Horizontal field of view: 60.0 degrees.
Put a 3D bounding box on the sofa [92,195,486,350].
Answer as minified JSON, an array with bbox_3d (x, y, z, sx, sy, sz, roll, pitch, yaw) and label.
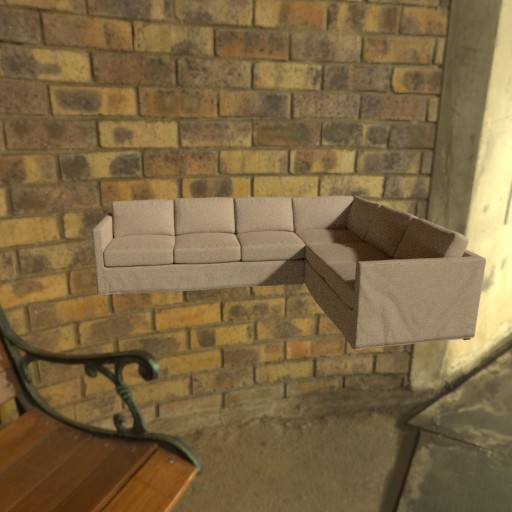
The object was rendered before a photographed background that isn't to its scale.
[{"bbox_3d":[0.000,0.000,4.339,3.182,0.871,2.432,-2,16,-8],"label":"sofa"}]
